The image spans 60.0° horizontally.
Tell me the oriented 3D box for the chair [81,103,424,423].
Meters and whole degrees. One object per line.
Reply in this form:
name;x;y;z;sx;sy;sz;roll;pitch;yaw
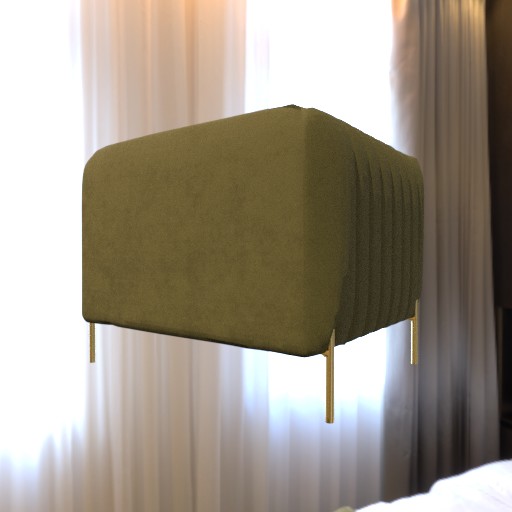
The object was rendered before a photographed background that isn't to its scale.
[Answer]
chair;0.000;0.000;1.656;1.032;0.794;0.877;1;1;36
